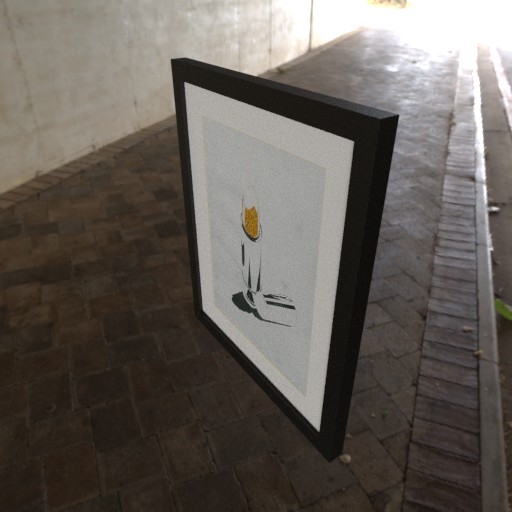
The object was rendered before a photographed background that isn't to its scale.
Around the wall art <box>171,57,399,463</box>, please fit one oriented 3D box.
[{"bbox_3d":[0.000,0.000,0.743,0.029,0.559,0.457,-21,38,-29],"label":"wall art"}]
